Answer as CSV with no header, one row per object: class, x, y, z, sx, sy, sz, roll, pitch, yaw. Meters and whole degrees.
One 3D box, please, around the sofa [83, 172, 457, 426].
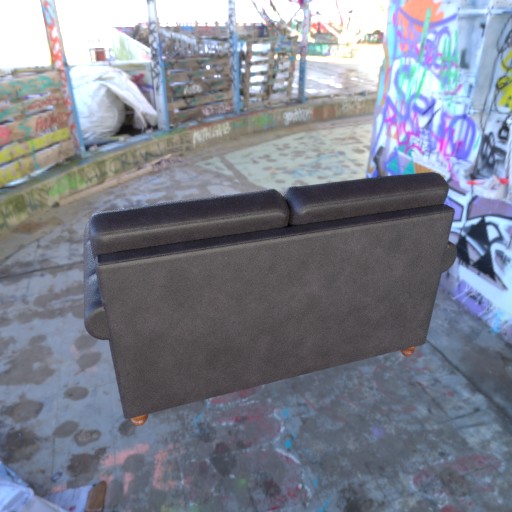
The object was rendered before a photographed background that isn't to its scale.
sofa,0.000,0.000,2.313,1.663,0.979,1.030,-9,30,-17
